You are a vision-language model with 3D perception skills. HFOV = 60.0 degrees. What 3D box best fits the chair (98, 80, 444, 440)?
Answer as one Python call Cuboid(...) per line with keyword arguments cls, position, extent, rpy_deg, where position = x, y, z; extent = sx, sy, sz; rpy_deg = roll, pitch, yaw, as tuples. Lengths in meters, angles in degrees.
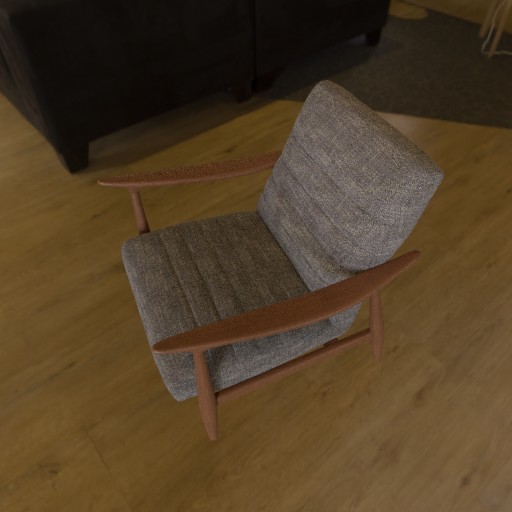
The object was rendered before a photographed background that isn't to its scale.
Cuboid(cls="chair", position=(0.000, 0.000, 1.433), extent=(0.798, 0.832, 0.741), rpy_deg=(-18, 49, -16))
